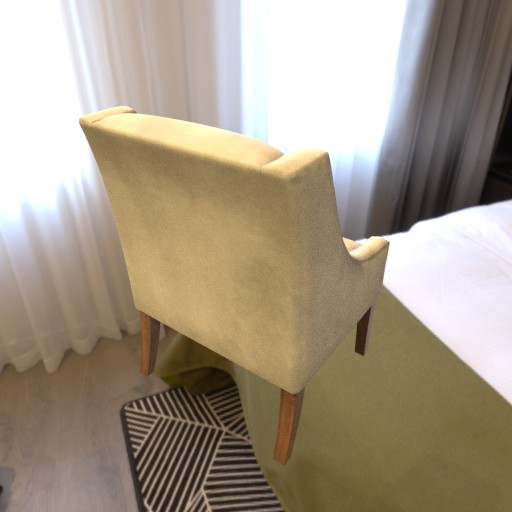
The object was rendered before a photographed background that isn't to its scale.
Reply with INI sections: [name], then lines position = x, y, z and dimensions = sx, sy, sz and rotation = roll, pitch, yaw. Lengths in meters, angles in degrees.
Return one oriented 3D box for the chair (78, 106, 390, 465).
[chair]
position = 0.000, 0.000, 1.345
dimensions = 0.629, 0.895, 0.629
rotation = 21, 38, 30
